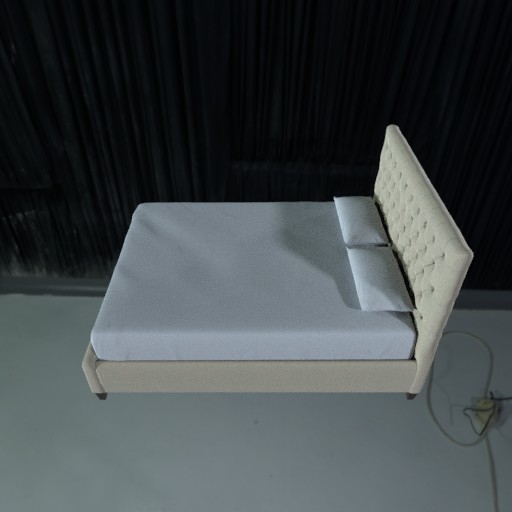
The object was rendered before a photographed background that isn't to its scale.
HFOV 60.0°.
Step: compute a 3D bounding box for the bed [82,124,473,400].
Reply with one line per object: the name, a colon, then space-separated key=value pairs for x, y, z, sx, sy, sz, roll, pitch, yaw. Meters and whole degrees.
bed: x=0.000 y=0.000 z=3.461 sx=2.387 sy=1.427 sz=1.698 roll=0 pitch=40 yaw=0
